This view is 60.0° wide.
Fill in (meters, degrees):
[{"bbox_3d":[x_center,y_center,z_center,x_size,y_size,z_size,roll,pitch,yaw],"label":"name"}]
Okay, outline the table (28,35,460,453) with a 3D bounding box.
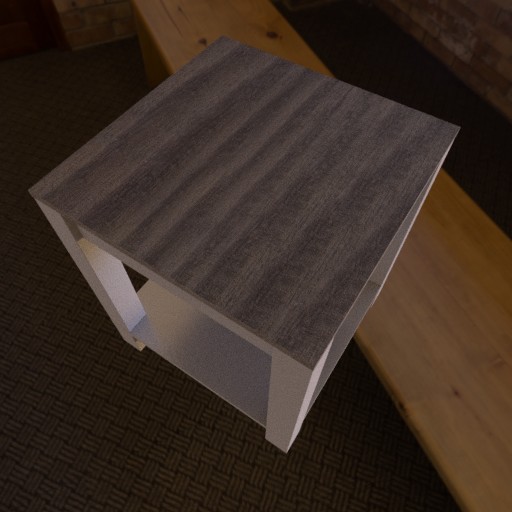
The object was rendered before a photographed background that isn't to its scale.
[{"bbox_3d":[0.000,0.000,0.964,0.504,0.587,0.506,29,61,18],"label":"table"}]
